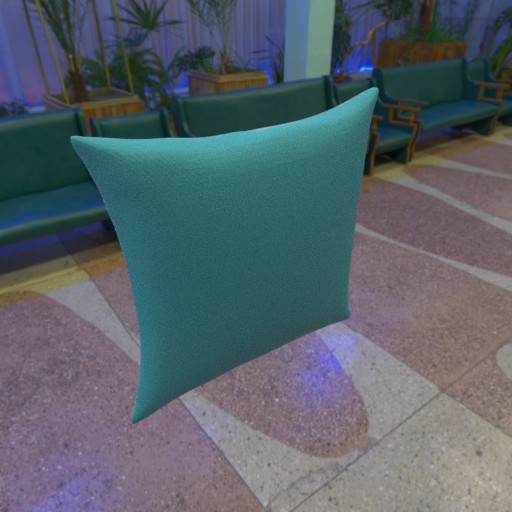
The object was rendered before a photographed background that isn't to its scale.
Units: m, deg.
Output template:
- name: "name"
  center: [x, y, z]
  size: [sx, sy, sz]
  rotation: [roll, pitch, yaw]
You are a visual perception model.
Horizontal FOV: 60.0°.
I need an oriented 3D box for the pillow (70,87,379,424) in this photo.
- name: "pillow"
  center: [0.000, 0.000, 0.755]
  size: [0.514, 0.497, 0.150]
  rotation: [-19, 36, -29]
